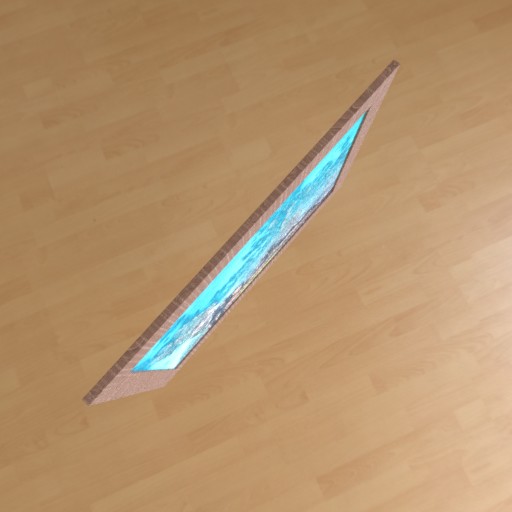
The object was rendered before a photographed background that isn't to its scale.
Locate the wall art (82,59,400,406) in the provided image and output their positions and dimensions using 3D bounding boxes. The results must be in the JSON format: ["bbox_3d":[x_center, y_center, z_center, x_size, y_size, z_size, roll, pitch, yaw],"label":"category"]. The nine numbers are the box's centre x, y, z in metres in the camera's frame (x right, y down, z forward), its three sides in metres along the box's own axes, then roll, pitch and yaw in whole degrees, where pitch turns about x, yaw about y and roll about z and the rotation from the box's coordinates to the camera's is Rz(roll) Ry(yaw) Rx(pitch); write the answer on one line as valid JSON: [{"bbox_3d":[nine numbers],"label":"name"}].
[{"bbox_3d":[0.000,0.000,1.361,0.020,0.761,1.056,40,80,9],"label":"wall art"}]
